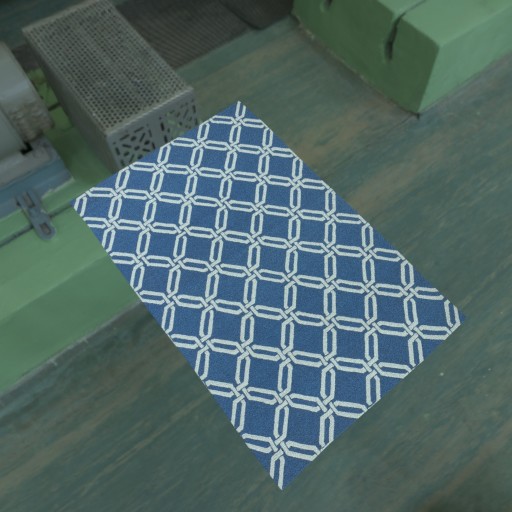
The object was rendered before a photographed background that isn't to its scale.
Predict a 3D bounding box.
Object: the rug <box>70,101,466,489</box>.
[{"bbox_3d":[0.000,0.000,2.217,1.153,0.010,1.755,-36,70,-16],"label":"rug"}]
